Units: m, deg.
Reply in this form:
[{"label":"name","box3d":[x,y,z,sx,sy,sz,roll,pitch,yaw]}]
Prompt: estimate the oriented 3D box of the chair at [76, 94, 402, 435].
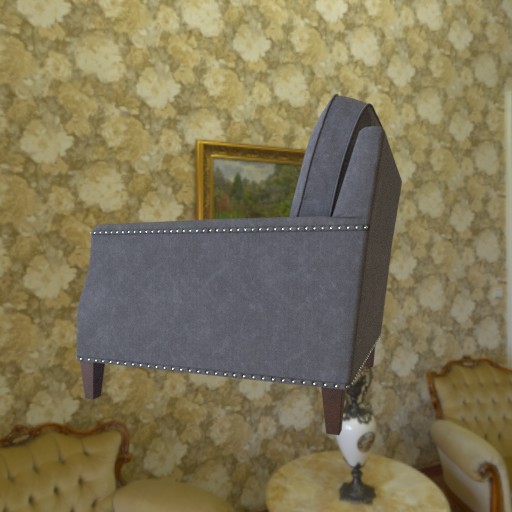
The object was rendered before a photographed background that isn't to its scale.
[{"label":"chair","box3d":[0.000,0.000,1.685,1.014,0.948,0.853,0,0,21]}]
